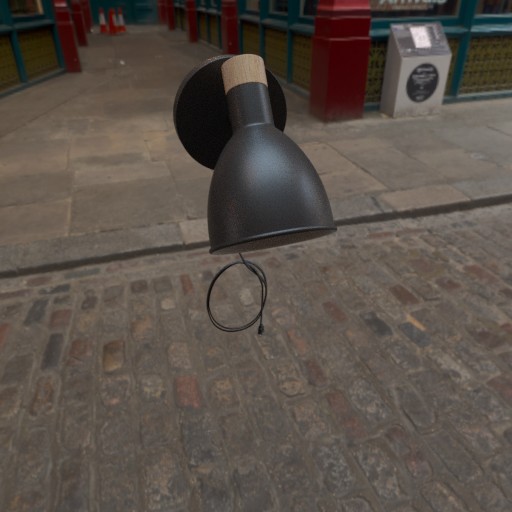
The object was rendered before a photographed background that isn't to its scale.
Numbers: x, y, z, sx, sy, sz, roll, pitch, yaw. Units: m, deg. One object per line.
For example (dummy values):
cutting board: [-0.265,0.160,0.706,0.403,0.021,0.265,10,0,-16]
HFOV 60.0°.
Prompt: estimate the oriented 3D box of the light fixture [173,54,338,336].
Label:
light fixture: [0.000,0.000,0.489,0.127,0.401,0.203,-9,33,-15]
